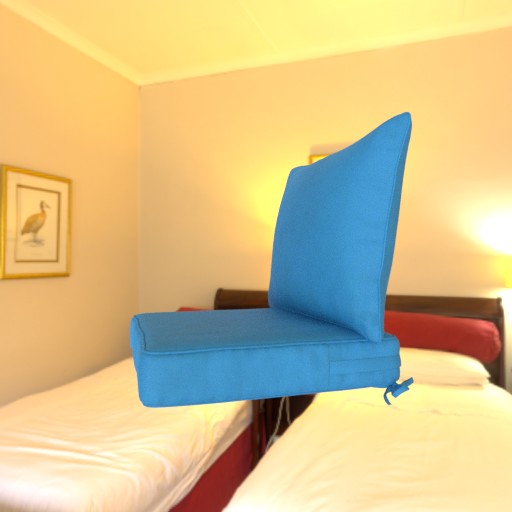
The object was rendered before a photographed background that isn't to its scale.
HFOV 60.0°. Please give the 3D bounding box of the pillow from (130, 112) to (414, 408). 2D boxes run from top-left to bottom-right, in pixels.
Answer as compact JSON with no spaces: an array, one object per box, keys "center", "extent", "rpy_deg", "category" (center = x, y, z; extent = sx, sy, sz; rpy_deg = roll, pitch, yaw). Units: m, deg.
[{"center":[0.000,0.000,1.369],"extent":[0.733,0.725,0.798],"rpy_deg":[0,0,-18],"category":"pillow"}]
